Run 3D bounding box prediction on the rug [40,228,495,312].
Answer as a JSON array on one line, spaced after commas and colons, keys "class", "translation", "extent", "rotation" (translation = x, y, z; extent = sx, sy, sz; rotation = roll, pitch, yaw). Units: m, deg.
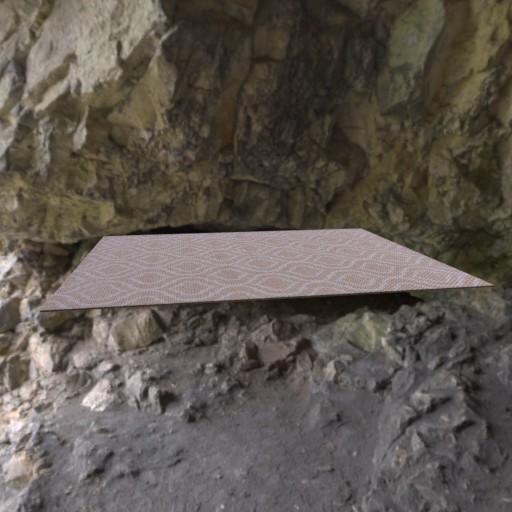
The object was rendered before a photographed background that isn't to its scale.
[{"class": "rug", "translation": [0.000, 0.000, 3.855], "extent": [2.894, 0.013, 2.286], "rotation": [-2, 14, -9]}]
